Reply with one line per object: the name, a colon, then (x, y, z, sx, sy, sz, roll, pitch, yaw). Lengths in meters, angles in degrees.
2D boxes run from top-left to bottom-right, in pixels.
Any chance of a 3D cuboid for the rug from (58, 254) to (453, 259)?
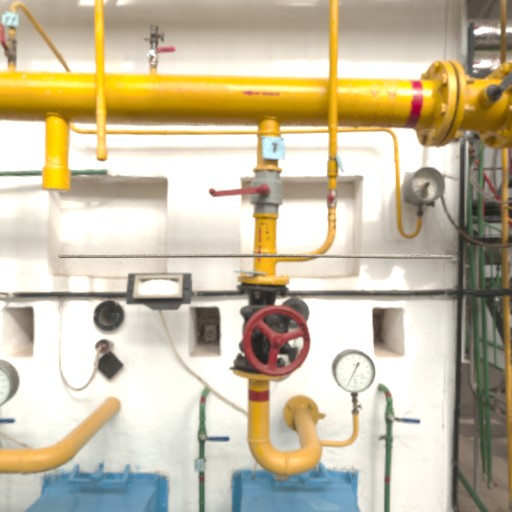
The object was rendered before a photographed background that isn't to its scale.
rug: (0.000, 0.000, 4.886, 2.757, 0.051, 3.626, 0, 0, 0)
